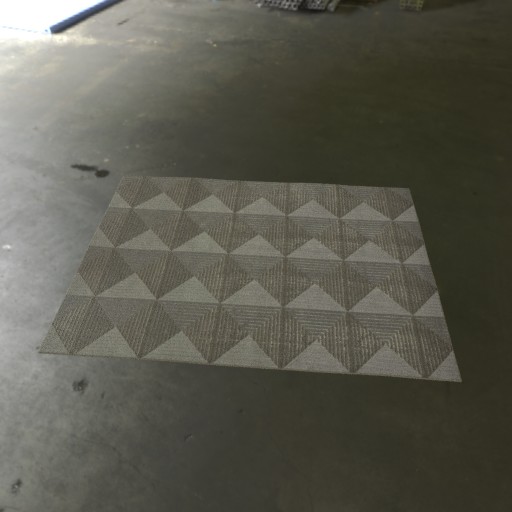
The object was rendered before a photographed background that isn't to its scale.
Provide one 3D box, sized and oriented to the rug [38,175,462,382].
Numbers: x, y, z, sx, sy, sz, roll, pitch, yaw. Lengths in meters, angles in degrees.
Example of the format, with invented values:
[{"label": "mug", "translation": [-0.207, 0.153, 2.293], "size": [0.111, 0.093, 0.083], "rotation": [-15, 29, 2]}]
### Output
[{"label": "rug", "translation": [0.000, 0.000, 4.309], "size": [3.333, 0.027, 2.428], "rotation": [3, 46, 3]}]
